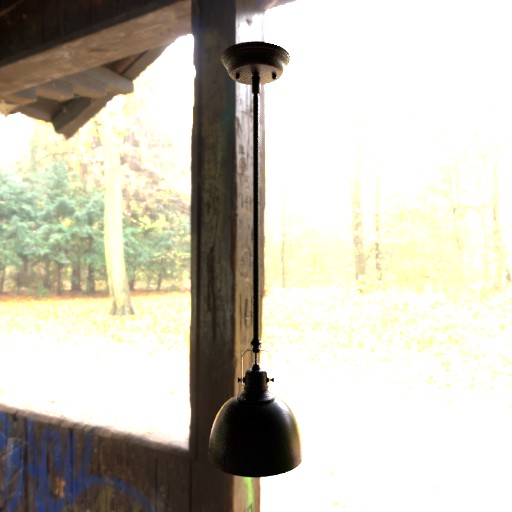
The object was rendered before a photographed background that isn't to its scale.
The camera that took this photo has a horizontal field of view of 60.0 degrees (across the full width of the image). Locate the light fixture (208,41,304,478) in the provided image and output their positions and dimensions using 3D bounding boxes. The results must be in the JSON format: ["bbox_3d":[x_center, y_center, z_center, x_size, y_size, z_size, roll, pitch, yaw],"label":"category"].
[{"bbox_3d":[0.000,0.000,0.856,0.182,0.768,0.182,0,-1,0],"label":"light fixture"}]
